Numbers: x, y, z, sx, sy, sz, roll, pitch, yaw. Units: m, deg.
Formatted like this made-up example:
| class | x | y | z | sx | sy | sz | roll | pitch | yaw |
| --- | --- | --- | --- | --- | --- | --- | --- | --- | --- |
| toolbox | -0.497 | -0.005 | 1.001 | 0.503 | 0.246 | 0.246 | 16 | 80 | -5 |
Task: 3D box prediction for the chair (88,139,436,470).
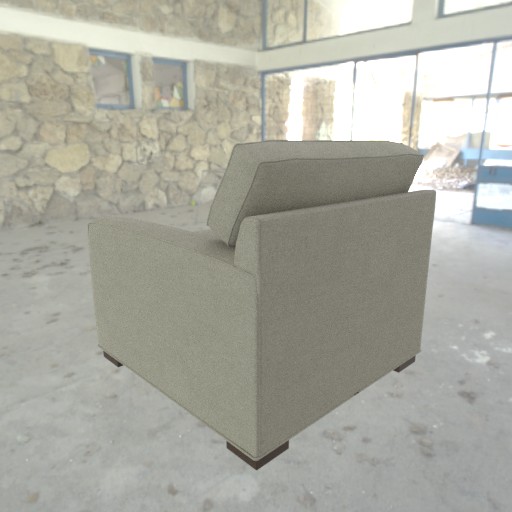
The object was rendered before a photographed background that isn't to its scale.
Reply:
| class | x | y | z | sx | sy | sz | roll | pitch | yaw |
| --- | --- | --- | --- | --- | --- | --- | --- | --- | --- |
| chair | 0.000 | 0.000 | 1.847 | 0.999 | 0.934 | 1.044 | -13 | 20 | -42 |
